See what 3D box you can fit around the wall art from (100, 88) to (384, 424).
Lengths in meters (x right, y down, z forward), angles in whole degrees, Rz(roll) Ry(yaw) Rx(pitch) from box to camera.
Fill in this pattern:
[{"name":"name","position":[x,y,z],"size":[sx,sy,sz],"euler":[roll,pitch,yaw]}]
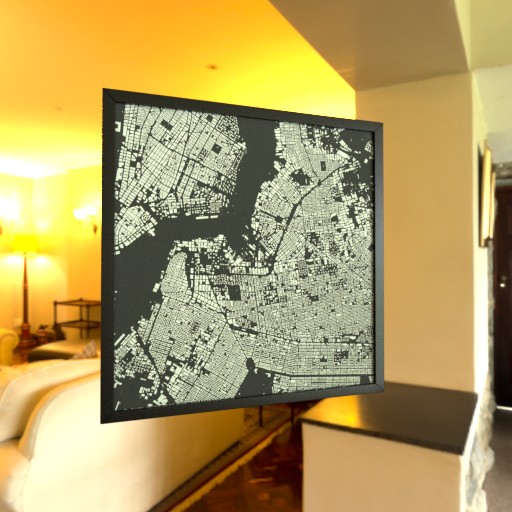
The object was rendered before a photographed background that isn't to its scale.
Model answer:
[{"name":"wall art","position":[0.000,0.000,1.144],"size":[0.755,0.761,0.038],"euler":[0,-1,-20]}]
